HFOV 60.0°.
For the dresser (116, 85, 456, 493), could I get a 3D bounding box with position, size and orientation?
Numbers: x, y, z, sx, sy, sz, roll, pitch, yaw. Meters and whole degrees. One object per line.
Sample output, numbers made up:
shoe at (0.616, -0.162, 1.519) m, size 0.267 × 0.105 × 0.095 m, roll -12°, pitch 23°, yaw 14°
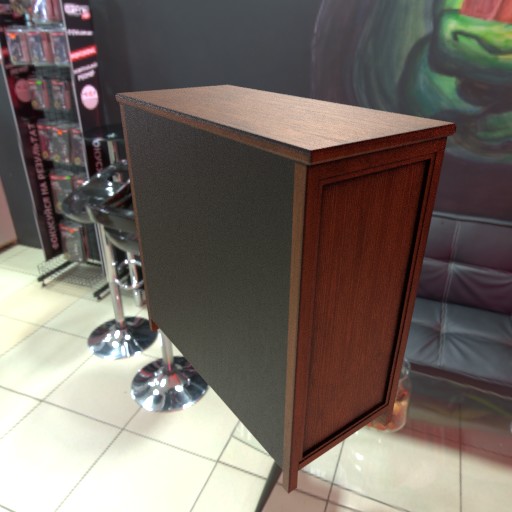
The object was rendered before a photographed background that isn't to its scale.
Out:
dresser at (0.000, 0.000, 1.880) m, size 0.591 × 1.224 × 1.250 m, roll -18°, pitch 32°, yaw -31°
